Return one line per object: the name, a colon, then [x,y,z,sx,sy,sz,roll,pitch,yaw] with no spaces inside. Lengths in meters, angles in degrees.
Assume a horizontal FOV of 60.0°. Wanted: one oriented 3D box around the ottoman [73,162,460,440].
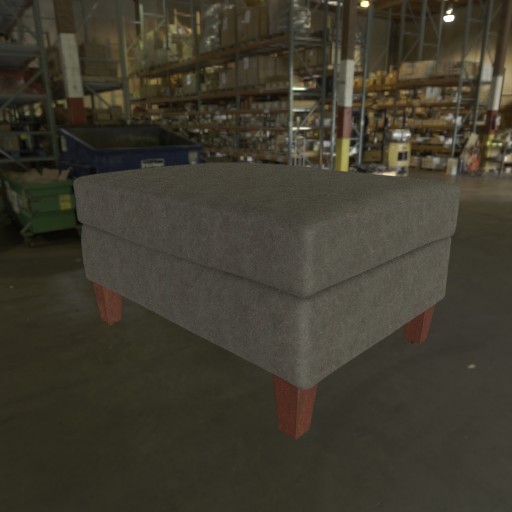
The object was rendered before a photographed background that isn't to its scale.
ottoman: [0.000,0.000,1.224,0.839,0.464,0.639,16,23,42]
